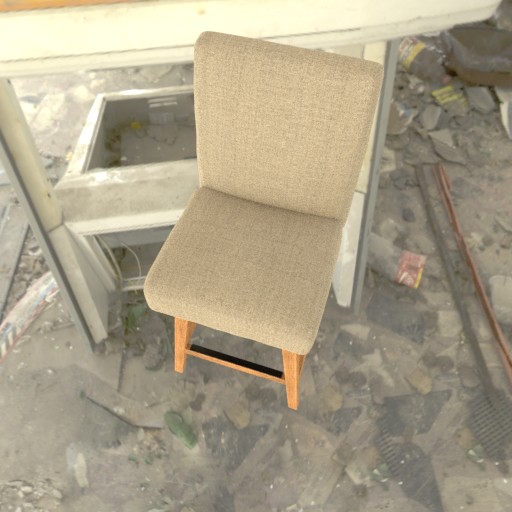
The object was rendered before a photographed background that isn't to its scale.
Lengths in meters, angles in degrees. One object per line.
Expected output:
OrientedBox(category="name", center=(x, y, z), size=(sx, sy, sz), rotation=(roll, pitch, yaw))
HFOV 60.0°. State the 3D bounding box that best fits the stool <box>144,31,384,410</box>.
OrientedBox(category="stool", center=(0.000, 0.000, 1.279), size=(0.459, 1.010, 0.526), rotation=(15, 59, 9))
